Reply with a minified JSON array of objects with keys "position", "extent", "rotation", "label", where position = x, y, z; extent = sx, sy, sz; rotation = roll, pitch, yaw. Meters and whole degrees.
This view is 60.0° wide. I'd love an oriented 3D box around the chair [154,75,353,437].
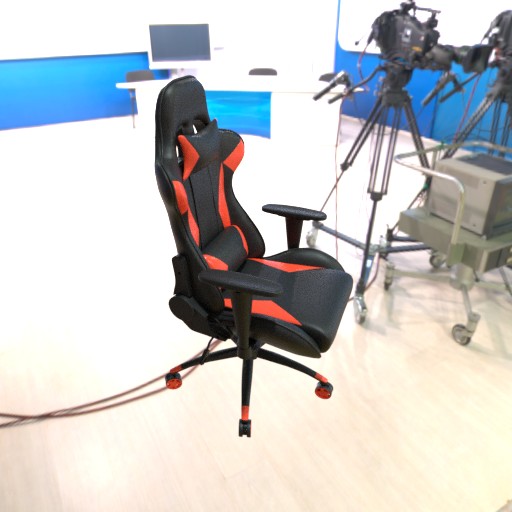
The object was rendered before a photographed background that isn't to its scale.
[{"position":[0.000,0.000,1.731],"extent":[0.730,1.282,0.695],"rotation":[11,32,18],"label":"chair"}]
